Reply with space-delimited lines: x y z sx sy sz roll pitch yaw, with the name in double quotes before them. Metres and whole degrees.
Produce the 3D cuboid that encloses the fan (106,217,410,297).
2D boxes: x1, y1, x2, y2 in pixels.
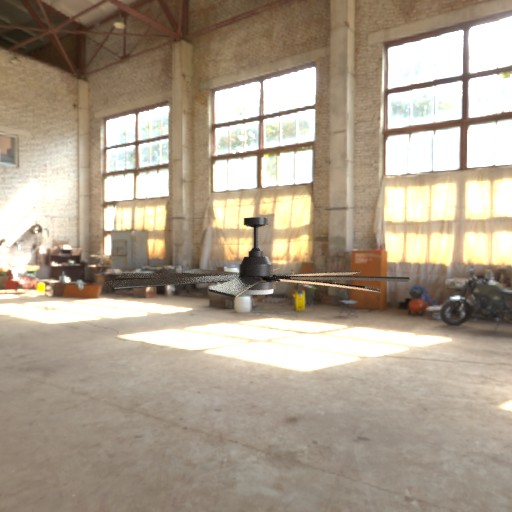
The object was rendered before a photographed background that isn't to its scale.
"fan" 0.000 0.000 2.764 1.830 0.472 1.830 -1 2 -36
